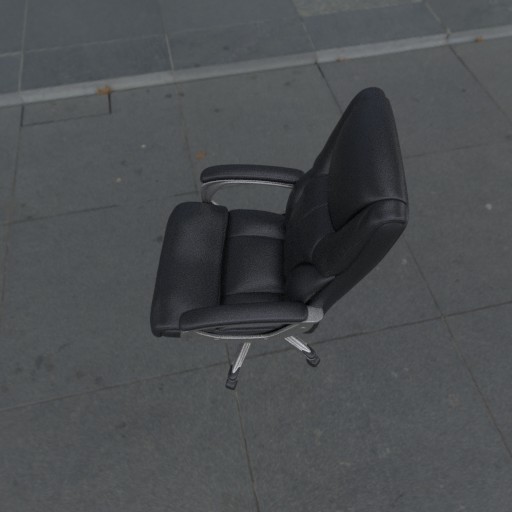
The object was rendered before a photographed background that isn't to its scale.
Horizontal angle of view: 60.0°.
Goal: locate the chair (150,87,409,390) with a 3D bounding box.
[{"bbox_3d":[0.000,0.000,1.592,0.739,1.155,0.663,2,58,1],"label":"chair"}]
